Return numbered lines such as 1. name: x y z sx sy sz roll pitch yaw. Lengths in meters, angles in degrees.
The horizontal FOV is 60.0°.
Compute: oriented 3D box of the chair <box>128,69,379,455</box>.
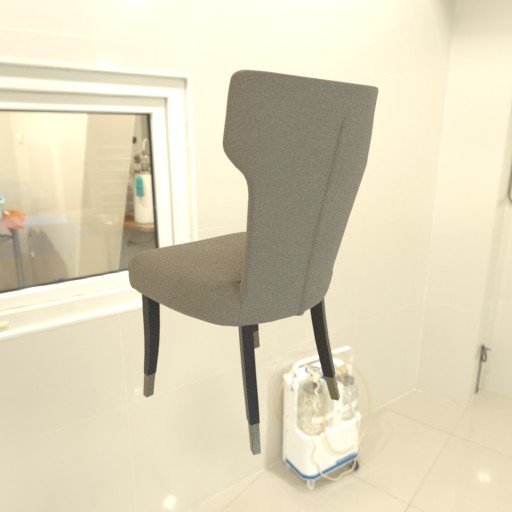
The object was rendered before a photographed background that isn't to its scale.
1. chair: 0.000 0.000 1.317 0.526 0.955 0.630 -14 21 -42
